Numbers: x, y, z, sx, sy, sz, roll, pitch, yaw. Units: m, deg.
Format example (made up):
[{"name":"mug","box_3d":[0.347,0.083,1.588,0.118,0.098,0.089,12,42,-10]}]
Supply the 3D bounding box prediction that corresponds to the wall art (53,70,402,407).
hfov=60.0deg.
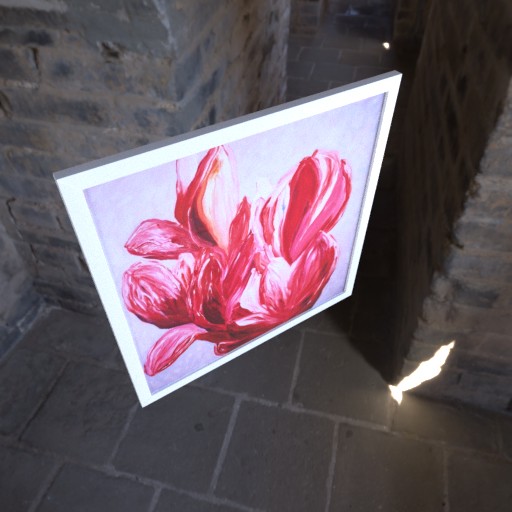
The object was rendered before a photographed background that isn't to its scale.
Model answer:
[{"name":"wall art","box_3d":[0.000,0.000,0.973,0.664,0.661,0.020,-24,49,-23]}]
